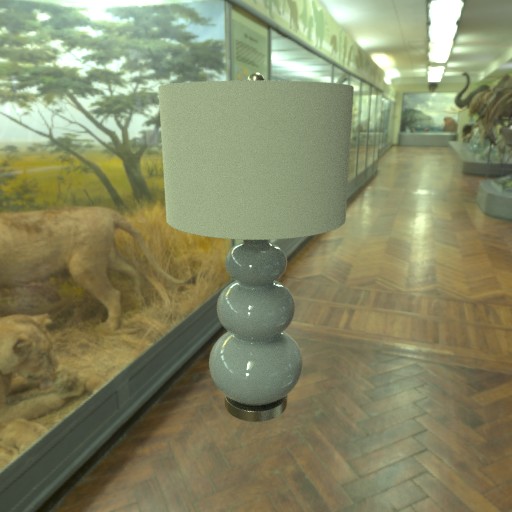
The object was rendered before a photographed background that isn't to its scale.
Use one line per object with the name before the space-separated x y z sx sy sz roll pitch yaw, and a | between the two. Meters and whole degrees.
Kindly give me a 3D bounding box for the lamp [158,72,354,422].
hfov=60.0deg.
lamp | 0.000 0.000 0.951 0.367 0.730 0.367 -3 18 -10
